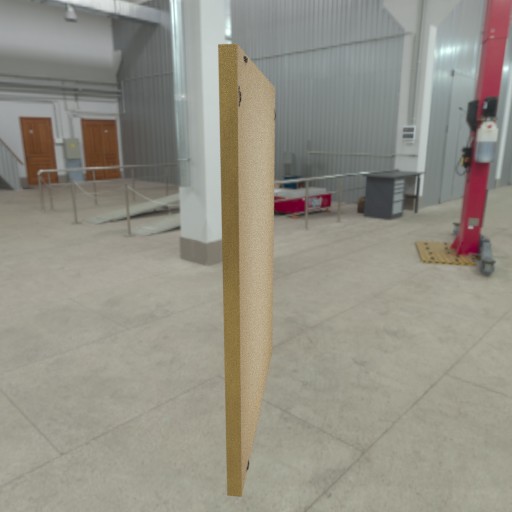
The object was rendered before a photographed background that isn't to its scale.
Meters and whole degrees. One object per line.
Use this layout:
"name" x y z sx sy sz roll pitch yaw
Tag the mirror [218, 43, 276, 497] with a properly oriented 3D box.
"mirror" 0.000 0.000 1.318 0.041 1.016 0.762 2 15 7
